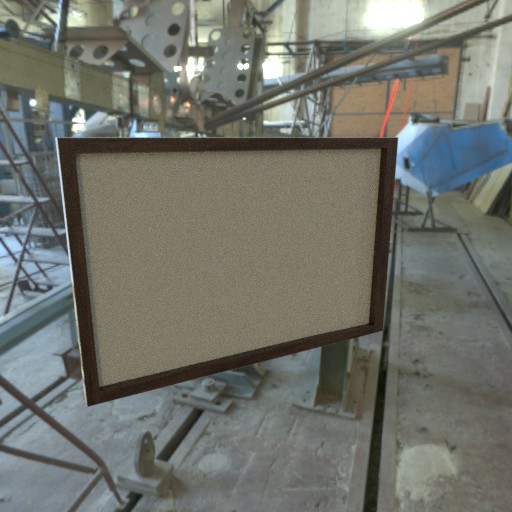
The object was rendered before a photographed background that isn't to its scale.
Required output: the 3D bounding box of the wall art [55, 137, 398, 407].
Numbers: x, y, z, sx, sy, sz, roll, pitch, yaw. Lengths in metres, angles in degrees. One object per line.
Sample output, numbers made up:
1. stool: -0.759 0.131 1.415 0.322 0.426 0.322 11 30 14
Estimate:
1. wall art: 0.000 0.000 1.471 1.138 0.761 0.051 -8 17 -27
